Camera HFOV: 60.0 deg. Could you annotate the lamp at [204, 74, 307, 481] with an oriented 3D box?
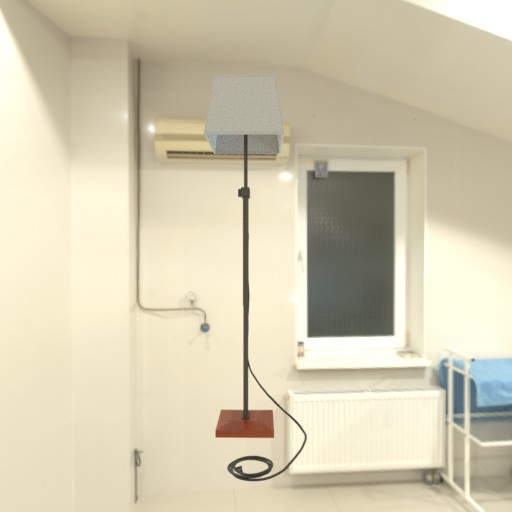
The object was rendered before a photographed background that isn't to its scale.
[{"bbox_3d":[0.000,0.000,2.041,0.472,1.712,0.745,0,1,1],"label":"lamp"}]
